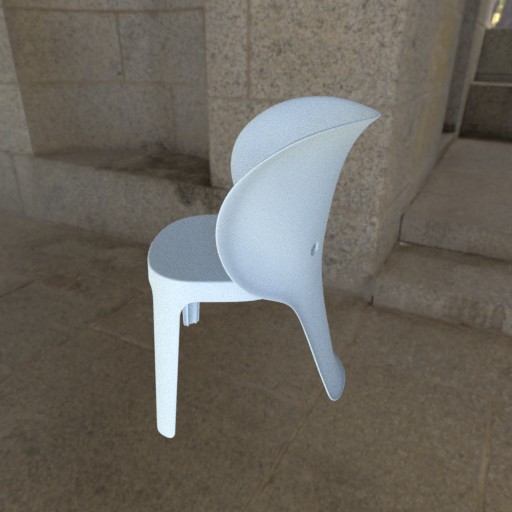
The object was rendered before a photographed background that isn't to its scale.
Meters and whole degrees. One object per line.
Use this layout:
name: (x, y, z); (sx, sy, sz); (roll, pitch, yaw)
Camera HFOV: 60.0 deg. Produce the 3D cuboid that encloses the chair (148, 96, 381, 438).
chair: (0.000, 0.000, 0.858); (0.402, 0.554, 0.451); (0, 25, 0)
